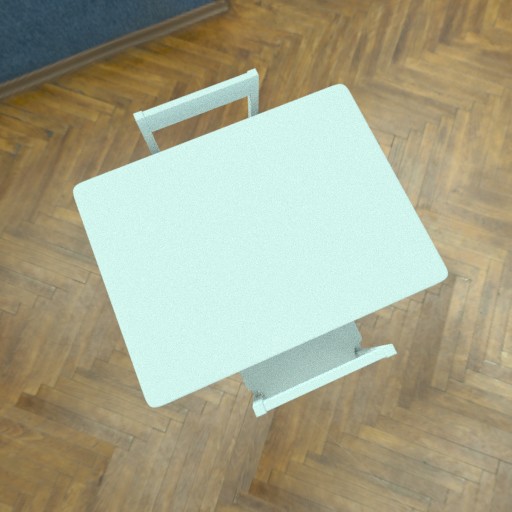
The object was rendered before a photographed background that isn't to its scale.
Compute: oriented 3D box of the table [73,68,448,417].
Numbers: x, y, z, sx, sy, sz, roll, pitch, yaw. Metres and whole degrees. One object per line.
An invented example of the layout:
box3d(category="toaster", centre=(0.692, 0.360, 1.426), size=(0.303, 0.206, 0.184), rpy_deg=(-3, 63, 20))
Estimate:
box3d(category="table", centre=(0.000, 0.000, 1.130), size=(0.650, 0.503, 0.672), rpy_deg=(-23, 77, -6))
